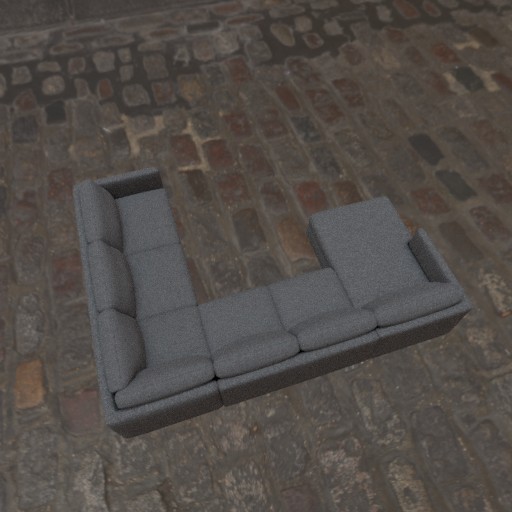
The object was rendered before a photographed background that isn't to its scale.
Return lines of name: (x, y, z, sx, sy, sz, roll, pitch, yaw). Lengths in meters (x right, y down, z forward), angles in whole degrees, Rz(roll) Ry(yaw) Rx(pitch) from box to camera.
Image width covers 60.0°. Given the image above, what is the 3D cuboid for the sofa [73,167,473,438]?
sofa: (0.000, 0.000, 4.465, 3.238, 0.853, 2.551, -15, 59, -9)
